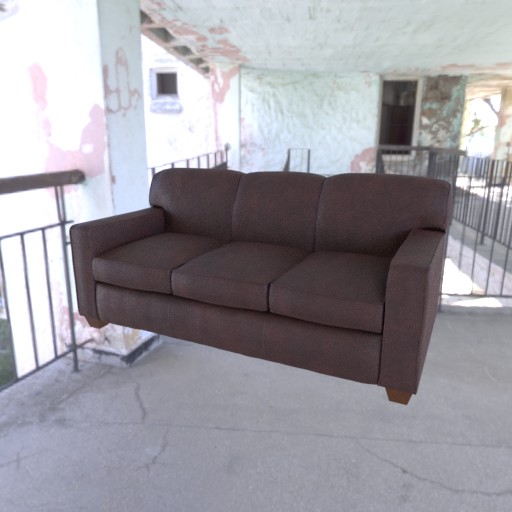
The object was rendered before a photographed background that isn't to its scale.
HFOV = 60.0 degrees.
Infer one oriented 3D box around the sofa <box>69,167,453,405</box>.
[{"bbox_3d":[0.000,0.000,2.623,2.039,0.953,1.008,7,17,25],"label":"sofa"}]
